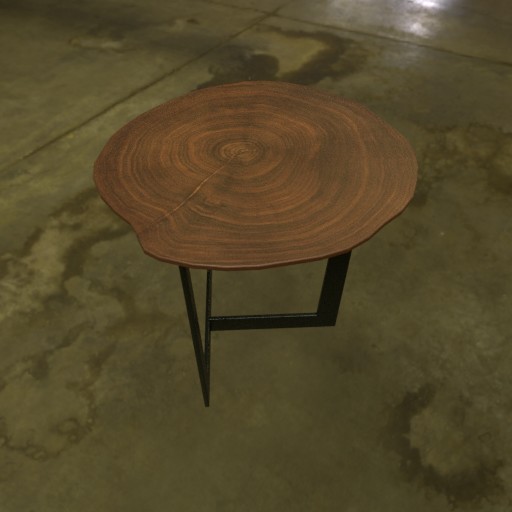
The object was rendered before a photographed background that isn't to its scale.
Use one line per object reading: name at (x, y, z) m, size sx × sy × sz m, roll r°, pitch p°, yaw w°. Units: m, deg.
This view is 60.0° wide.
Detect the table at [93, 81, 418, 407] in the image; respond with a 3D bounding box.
table at (0.000, 0.000, 0.864) m, size 0.494 × 0.476 × 0.477 m, roll -10°, pitch 47°, yaw -9°
